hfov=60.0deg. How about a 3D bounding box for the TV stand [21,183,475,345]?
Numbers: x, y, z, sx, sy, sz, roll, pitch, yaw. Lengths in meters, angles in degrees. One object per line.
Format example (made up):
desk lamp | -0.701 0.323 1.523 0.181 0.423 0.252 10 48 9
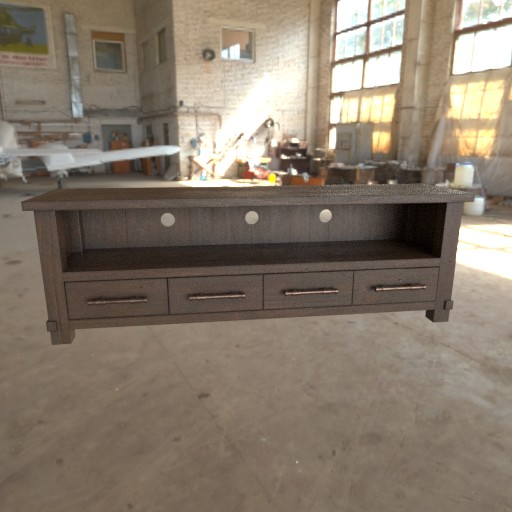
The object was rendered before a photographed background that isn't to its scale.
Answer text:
TV stand | 0.000 0.000 2.102 1.866 0.615 0.471 -2 15 -8
